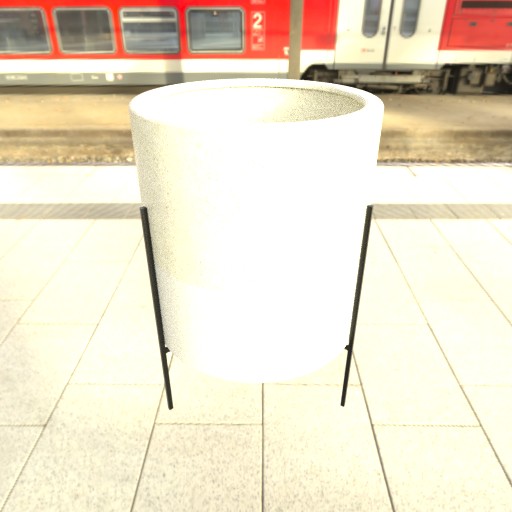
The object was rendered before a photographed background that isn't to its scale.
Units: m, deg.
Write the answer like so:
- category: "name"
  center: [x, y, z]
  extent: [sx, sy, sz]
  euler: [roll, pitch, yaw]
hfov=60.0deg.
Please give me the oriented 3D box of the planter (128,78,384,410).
- category: "planter"
  center: [0.000, 0.000, 0.699]
  extent: [0.324, 0.483, 0.333]
  euler: [-1, 30, -1]
